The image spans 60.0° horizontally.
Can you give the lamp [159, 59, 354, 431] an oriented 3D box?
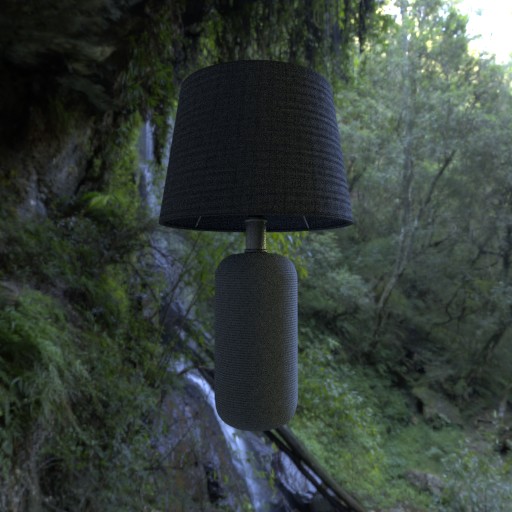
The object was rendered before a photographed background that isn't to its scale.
[{"bbox_3d":[0.000,0.000,0.583,0.251,0.429,0.251,0,-1,0],"label":"lamp"}]
